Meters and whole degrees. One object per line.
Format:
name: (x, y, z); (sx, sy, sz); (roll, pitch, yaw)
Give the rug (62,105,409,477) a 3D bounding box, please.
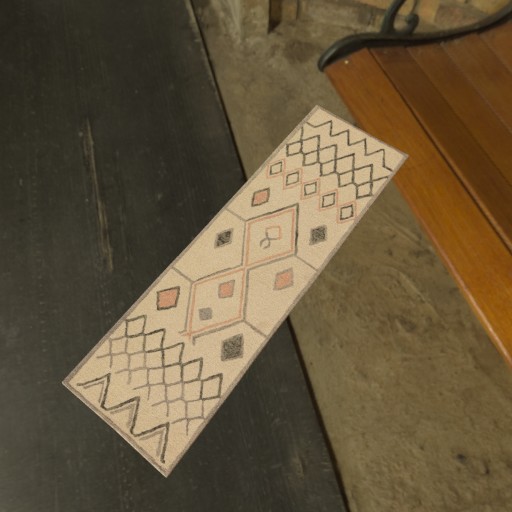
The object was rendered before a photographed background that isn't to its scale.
rug: (0.000, 0.000, 2.672); (0.750, 0.011, 2.435); (34, 70, 15)
